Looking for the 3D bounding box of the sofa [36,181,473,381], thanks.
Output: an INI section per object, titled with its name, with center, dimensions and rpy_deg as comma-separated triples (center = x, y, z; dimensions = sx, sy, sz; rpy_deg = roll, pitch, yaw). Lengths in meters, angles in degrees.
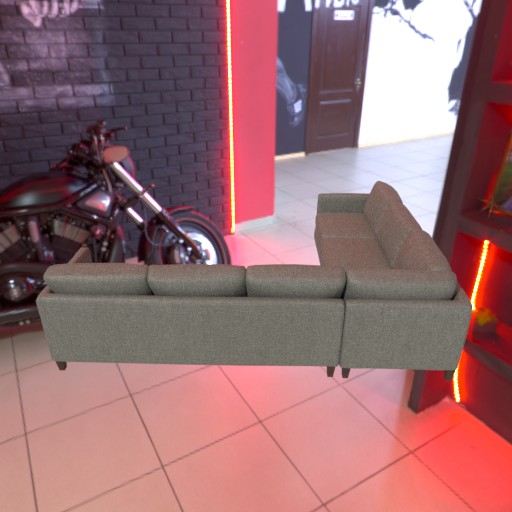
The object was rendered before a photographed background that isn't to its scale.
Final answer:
[sofa]
center = 0.000, 0.000, 4.508
dimensions = 3.302, 0.947, 2.593
rpy_deg = 1, 27, 2
